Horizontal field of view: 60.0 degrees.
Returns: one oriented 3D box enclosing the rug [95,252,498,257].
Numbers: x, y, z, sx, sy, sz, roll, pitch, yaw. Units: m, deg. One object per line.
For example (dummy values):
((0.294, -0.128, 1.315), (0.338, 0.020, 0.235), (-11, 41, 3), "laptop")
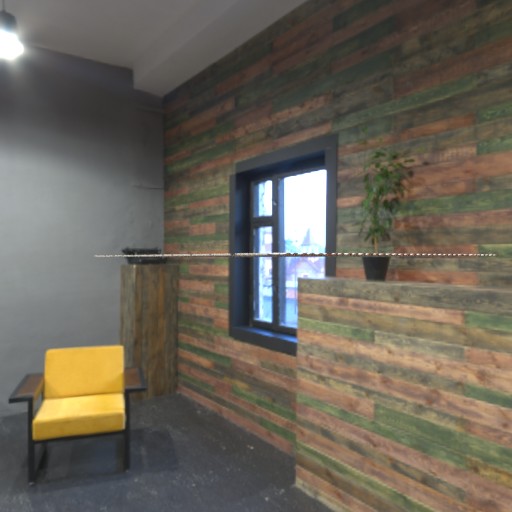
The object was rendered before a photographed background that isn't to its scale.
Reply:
((0.000, 0.000, 2.421), (1.196, 0.008, 2.006), (0, 0, -35), "rug")
